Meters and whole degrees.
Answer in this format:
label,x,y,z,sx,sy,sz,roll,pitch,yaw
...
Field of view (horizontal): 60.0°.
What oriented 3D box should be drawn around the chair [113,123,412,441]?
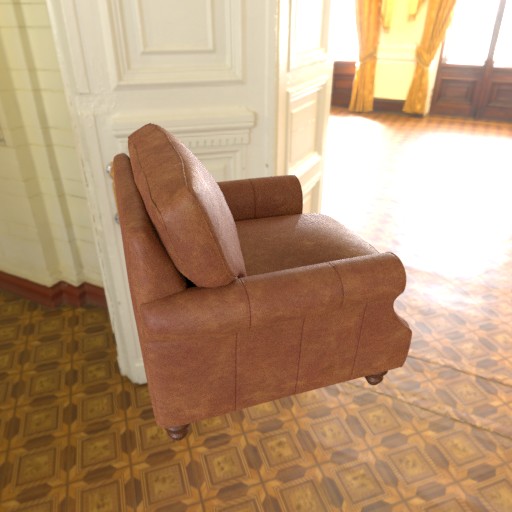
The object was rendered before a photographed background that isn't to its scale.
label,x,y,z,sx,sy,sz,roll,pitch,yaw
chair,0.000,0.000,1.754,0.986,0.962,0.983,-10,31,-17
